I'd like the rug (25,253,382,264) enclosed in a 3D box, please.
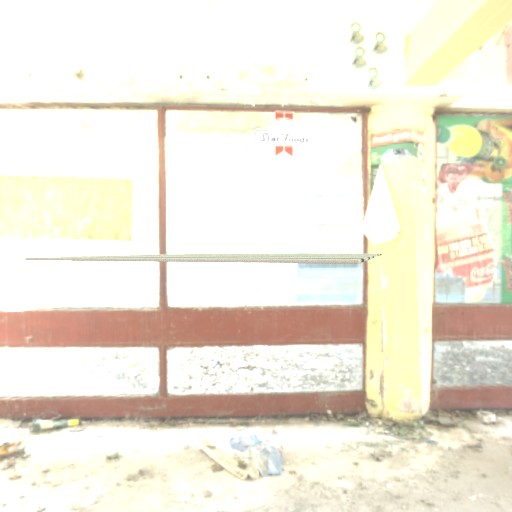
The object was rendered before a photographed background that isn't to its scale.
[{"bbox_3d":[0.000,0.000,2.321,1.210,0.012,1.829,0,1,18],"label":"rug"}]
